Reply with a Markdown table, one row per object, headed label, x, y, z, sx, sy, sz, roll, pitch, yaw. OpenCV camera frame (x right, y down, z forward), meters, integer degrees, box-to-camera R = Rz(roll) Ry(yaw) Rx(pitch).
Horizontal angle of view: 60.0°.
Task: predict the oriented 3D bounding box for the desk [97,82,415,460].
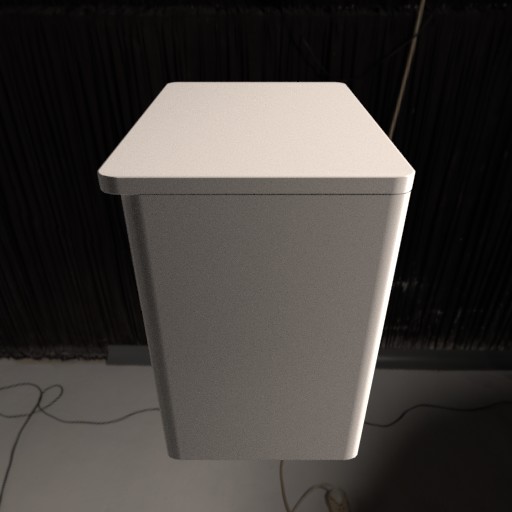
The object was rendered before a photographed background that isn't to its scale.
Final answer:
| label | x | y | z | sx | sy | sz | roll | pitch | yaw |
| --- | --- | --- | --- | --- | --- | --- | --- | --- | --- |
| desk | 0.000 | 0.000 | 1.276 | 0.549 | 0.800 | 0.762 | 0 | 33 | 0 |
